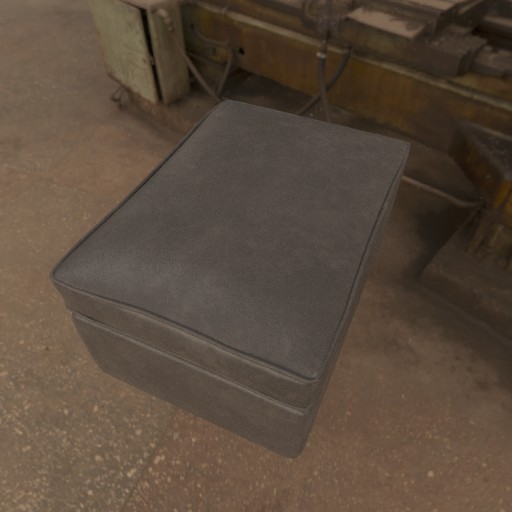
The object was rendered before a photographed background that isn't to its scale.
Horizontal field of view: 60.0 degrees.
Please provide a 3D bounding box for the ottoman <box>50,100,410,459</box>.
[{"bbox_3d":[0.000,0.000,1.124,0.554,0.445,0.756,19,50,16],"label":"ottoman"}]
